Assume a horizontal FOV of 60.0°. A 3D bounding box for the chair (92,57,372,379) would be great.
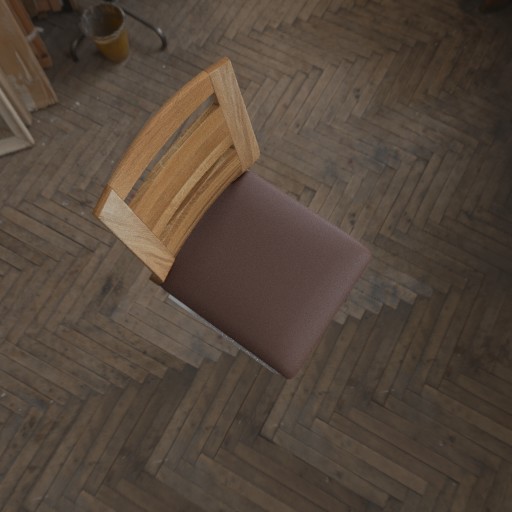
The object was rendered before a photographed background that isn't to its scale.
[{"bbox_3d":[0.000,0.000,1.277,0.570,0.970,0.460,34,78,9],"label":"chair"}]
